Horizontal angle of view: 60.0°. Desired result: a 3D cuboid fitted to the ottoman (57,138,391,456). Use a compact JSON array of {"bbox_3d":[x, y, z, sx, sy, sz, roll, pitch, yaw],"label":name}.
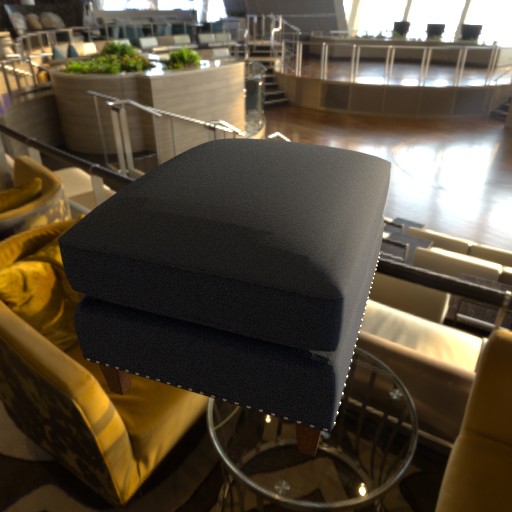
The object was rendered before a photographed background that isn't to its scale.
[{"bbox_3d":[0.000,0.000,1.156,0.584,0.513,0.741,11,32,18],"label":"ottoman"}]
